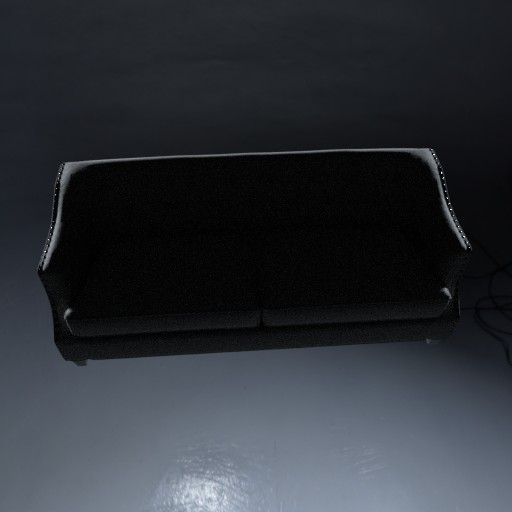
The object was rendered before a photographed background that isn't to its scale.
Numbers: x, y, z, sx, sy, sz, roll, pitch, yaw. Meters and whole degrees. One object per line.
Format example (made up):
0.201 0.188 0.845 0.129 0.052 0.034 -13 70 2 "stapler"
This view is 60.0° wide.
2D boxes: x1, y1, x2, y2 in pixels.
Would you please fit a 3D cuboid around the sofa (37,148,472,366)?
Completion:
0.000 0.000 2.628 2.235 0.901 0.914 -3 46 -3 "sofa"
